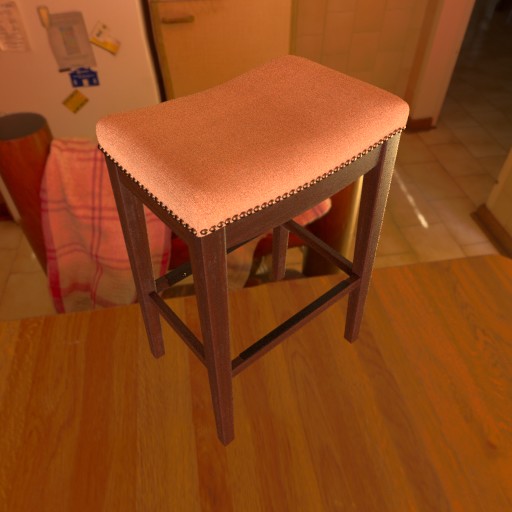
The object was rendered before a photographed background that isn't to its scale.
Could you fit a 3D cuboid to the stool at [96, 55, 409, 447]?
[{"bbox_3d":[0.000,0.000,1.063,0.509,0.768,0.363,-31,53,-27],"label":"stool"}]
